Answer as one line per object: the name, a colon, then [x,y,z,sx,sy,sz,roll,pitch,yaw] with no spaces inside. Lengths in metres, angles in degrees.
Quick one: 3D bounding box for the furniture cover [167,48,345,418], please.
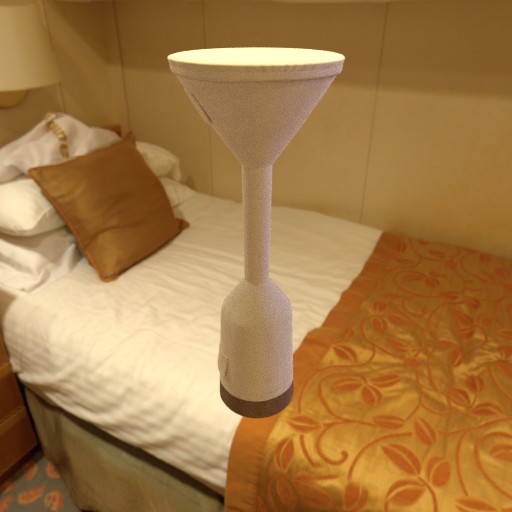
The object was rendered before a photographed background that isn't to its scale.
furniture cover: [0.000,0.000,2.900,0.914,2.413,0.914,-8,30,-14]
